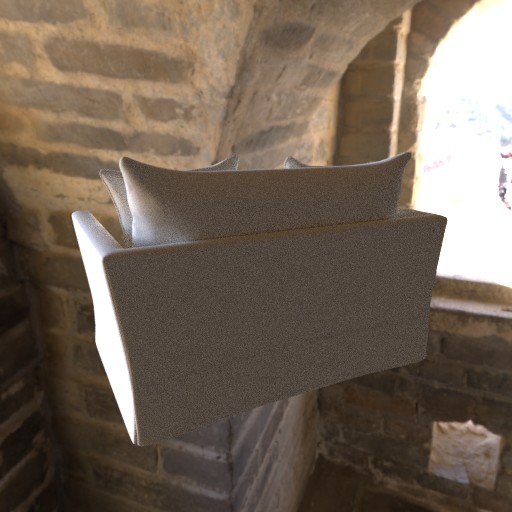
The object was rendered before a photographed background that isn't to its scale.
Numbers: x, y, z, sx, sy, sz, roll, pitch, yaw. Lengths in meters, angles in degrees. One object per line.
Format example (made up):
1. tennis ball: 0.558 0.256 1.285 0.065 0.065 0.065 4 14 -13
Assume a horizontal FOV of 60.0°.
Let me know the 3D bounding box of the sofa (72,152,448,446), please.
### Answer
1. sofa: 0.000 0.000 2.243 1.608 1.039 1.026 -8 17 -26
